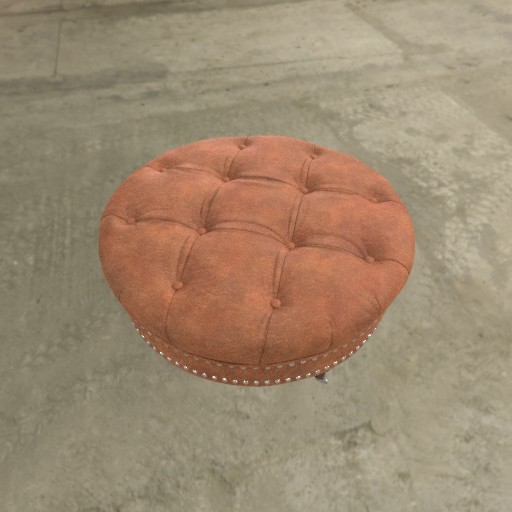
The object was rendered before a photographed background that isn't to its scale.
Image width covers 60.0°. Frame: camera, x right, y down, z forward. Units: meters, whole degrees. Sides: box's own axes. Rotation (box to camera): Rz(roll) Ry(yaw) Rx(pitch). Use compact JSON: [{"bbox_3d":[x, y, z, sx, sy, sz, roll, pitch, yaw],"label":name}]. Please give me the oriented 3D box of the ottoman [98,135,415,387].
[{"bbox_3d":[0.000,0.000,1.400,0.901,0.444,0.901,0,46,0],"label":"ottoman"}]
